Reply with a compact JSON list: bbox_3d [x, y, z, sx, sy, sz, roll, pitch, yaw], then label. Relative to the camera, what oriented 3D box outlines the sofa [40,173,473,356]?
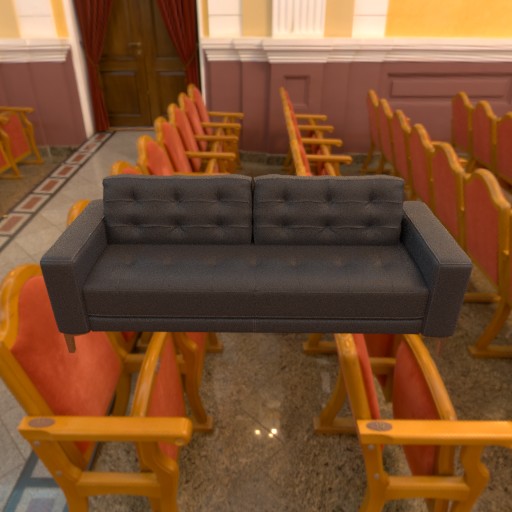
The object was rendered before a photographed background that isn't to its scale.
[{"bbox_3d":[0.000,0.000,2.714,2.275,0.893,0.833,0,30,1],"label":"sofa"}]
